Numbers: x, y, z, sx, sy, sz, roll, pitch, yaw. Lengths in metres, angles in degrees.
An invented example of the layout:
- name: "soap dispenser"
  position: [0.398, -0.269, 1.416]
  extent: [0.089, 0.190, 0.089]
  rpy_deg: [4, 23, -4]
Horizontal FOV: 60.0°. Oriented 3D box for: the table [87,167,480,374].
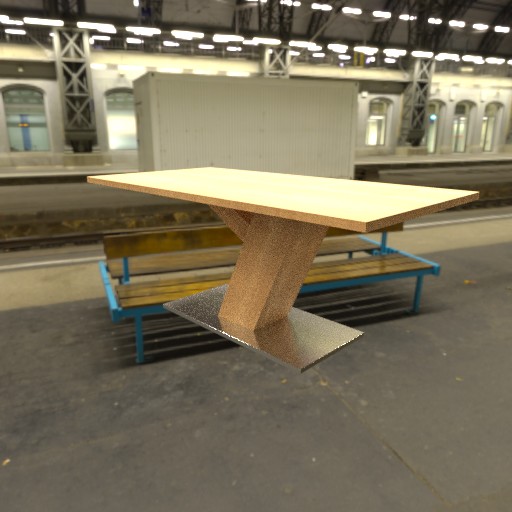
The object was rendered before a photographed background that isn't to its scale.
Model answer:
- name: "table"
  position: [0.000, 0.000, 2.300]
  extent: [1.800, 0.750, 0.900]
  rpy_deg: [15, 22, 43]
